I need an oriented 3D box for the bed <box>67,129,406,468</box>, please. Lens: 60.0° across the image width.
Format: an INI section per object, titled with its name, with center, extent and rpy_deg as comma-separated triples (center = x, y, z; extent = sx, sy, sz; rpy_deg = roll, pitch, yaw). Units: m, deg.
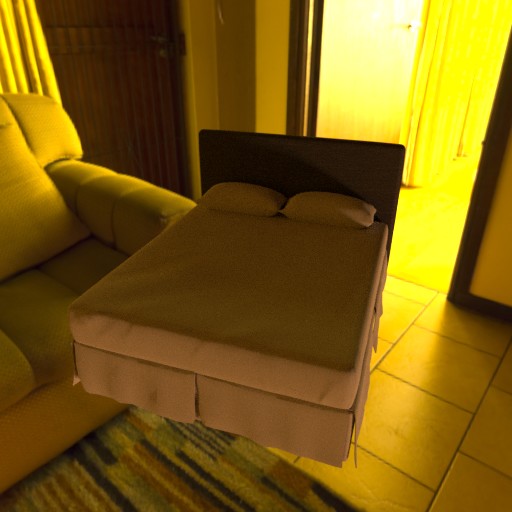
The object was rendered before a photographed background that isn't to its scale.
[bed]
center = 0.000, 0.000, 3.249
extent = 1.884, 1.330, 2.142
rpy_deg = 9, 29, 17
